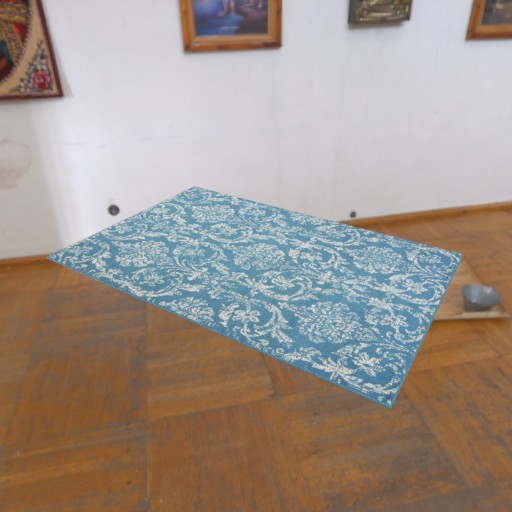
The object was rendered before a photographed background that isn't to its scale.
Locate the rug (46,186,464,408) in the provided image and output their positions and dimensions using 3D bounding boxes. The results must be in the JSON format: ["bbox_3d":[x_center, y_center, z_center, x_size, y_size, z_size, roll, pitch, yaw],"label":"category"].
[{"bbox_3d":[0.000,0.000,3.492,2.746,0.018,1.816,18,34,28],"label":"rug"}]
